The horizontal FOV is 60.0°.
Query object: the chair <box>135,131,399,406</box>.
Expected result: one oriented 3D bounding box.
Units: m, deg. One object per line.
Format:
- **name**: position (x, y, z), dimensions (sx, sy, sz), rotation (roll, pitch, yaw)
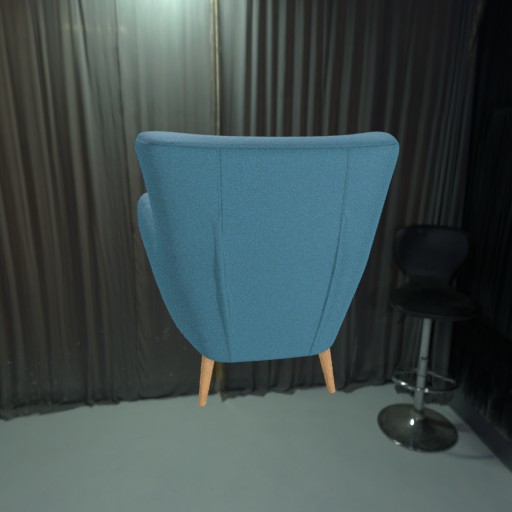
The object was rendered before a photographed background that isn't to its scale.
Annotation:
- **chair**: position (0.000, 0.000, 1.656), dimensions (0.890, 0.889, 0.889), rotation (-3, 15, -10)
